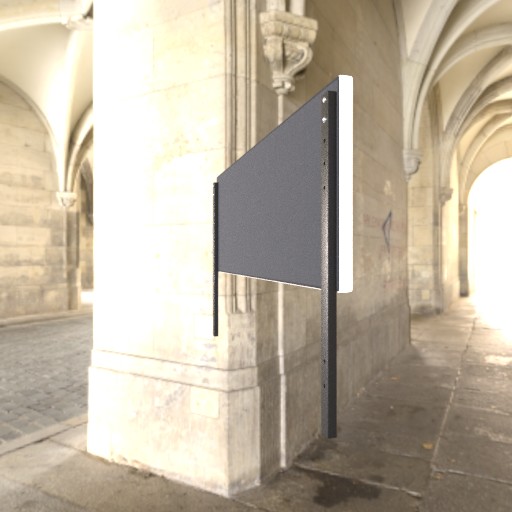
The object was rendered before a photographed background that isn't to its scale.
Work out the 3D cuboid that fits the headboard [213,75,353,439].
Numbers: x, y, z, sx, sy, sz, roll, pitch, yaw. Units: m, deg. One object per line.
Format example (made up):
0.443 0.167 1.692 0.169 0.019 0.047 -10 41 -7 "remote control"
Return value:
0.000 0.000 2.833 0.120 1.410 2.362 0 0 -17 "headboard"
